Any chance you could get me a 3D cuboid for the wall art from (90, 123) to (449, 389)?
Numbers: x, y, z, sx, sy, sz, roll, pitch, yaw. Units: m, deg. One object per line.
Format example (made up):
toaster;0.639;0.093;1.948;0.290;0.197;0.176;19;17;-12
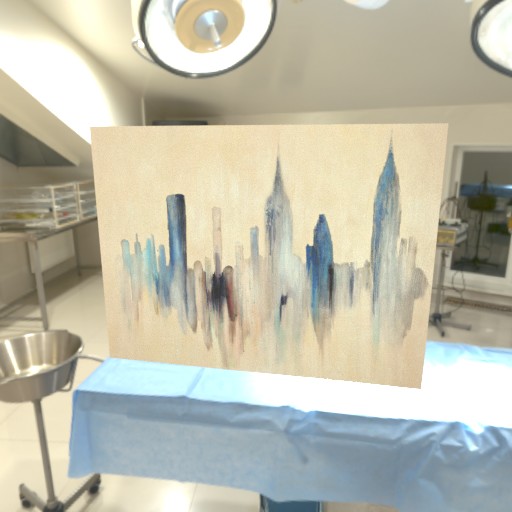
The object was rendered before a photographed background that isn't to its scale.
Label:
wall art;0.000;0.000;1.347;1.016;0.762;0.038;3;14;11
